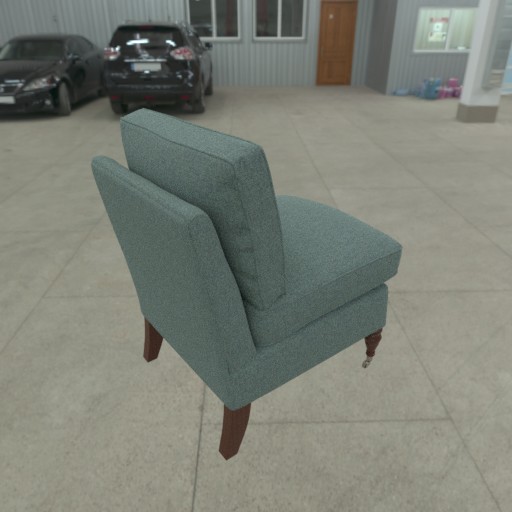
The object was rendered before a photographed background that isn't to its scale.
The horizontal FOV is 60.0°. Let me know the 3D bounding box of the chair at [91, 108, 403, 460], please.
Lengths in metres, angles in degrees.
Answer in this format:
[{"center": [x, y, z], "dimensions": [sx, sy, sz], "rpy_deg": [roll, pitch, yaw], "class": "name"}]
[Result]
[{"center": [0.000, 0.000, 1.454], "dimensions": [0.796, 0.901, 0.624], "rpy_deg": [-19, 33, -32], "class": "chair"}]
